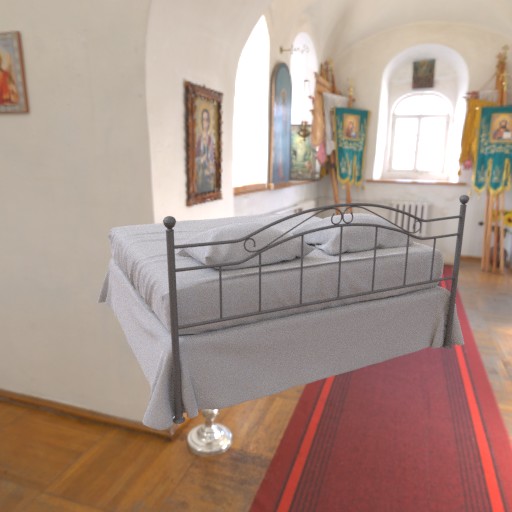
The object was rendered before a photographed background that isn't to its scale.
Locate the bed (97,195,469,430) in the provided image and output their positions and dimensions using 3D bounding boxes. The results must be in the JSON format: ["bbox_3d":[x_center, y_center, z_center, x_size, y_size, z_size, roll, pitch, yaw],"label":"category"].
[{"bbox_3d":[0.000,0.000,3.524,2.309,1.080,2.220,-7,16,-25],"label":"bed"}]
